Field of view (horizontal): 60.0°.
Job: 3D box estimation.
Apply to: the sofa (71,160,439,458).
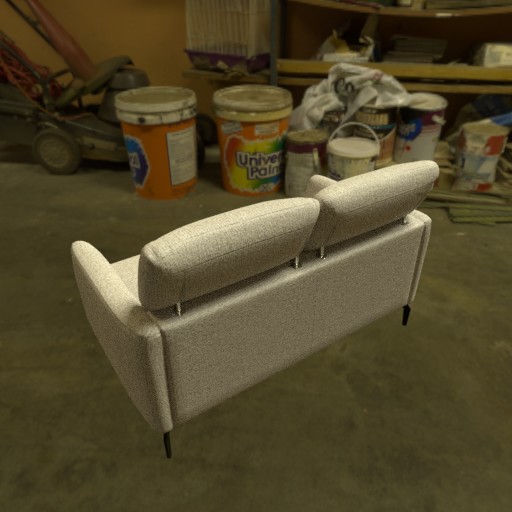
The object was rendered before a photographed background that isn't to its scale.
[{"bbox_3d":[0.000,0.000,2.123,1.540,0.950,0.905,-20,37,-29],"label":"sofa"}]
